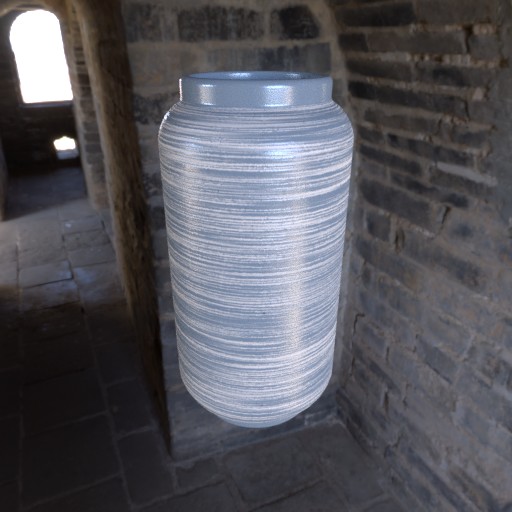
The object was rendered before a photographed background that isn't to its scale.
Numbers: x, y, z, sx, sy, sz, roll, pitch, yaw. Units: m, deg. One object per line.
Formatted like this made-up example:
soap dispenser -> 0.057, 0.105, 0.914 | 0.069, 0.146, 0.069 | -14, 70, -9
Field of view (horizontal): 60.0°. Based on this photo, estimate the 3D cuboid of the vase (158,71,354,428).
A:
vase -> 0.000, 0.000, 0.303 | 0.116, 0.230, 0.116 | 0, 26, 0
